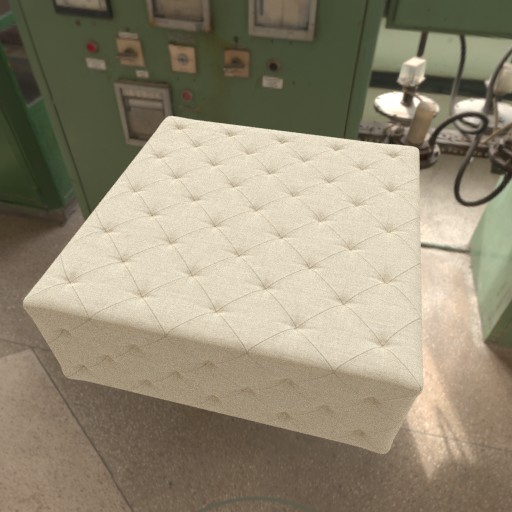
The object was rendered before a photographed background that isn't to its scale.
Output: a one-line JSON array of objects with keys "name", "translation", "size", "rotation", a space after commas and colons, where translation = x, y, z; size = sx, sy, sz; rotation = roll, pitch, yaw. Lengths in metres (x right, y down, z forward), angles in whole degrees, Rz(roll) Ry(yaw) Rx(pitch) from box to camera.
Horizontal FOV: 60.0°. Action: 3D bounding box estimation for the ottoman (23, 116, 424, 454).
[{"name": "ottoman", "translation": [0.000, 0.000, 1.553], "size": [1.028, 0.439, 1.028], "rotation": [10, 47, 10]}]
